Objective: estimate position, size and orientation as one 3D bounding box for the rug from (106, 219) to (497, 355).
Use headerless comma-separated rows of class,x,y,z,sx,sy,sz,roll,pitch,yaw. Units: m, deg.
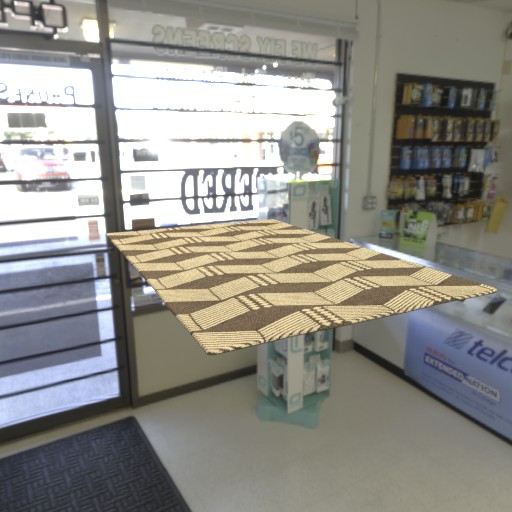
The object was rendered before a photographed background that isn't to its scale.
rug,0.000,0.000,2.267,1.210,0.016,1.833,-7,16,-26
